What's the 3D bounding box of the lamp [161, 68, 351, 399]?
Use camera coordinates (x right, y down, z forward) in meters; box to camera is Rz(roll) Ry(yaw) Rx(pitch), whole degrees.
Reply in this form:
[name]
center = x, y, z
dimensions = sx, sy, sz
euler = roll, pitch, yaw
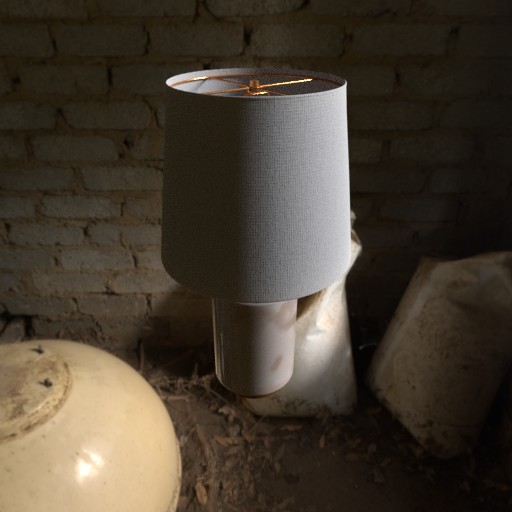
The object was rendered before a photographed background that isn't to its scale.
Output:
[lamp]
center = 0.000, 0.000, 0.455
dimensions = 0.189, 0.340, 0.189
euler = 0, 30, 0
